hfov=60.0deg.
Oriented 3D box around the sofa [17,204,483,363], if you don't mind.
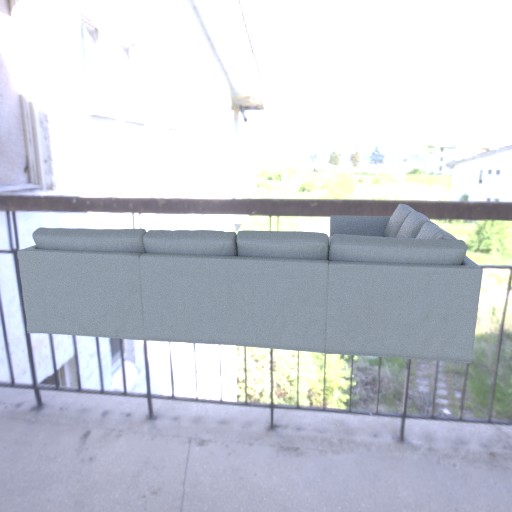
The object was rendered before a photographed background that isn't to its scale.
[{"bbox_3d":[0.000,0.000,4.413,3.460,0.882,2.427,2,13,9],"label":"sofa"}]
